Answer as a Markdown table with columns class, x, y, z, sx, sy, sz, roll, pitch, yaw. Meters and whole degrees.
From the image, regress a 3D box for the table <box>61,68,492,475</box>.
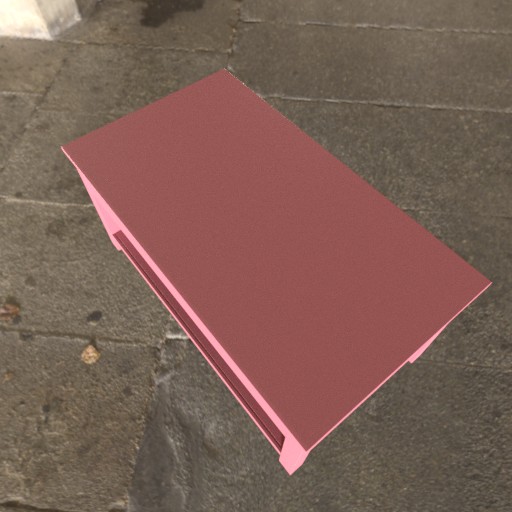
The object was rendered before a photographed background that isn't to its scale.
| class | x | y | z | sx | sy | sz | roll | pitch | yaw |
| --- | --- | --- | --- | --- | --- | --- | --- | --- | --- |
| table | 0.000 | 0.000 | 1.388 | 0.612 | 0.493 | 1.068 | -34 | 63 | -20 |
